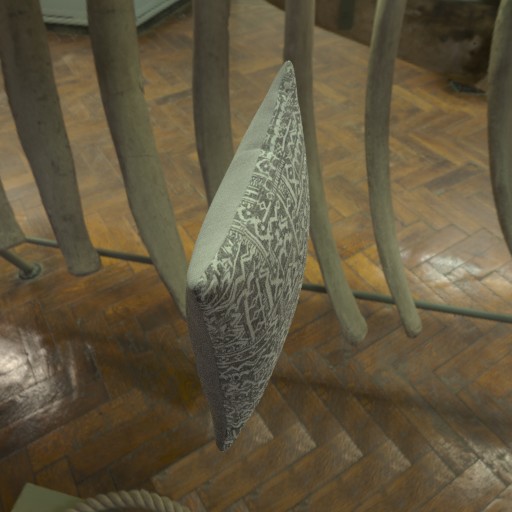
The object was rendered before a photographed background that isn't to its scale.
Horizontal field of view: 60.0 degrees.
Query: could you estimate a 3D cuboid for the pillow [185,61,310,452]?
[{"bbox_3d":[0.000,0.000,0.804,0.180,0.487,0.546,10,49,9],"label":"pillow"}]
